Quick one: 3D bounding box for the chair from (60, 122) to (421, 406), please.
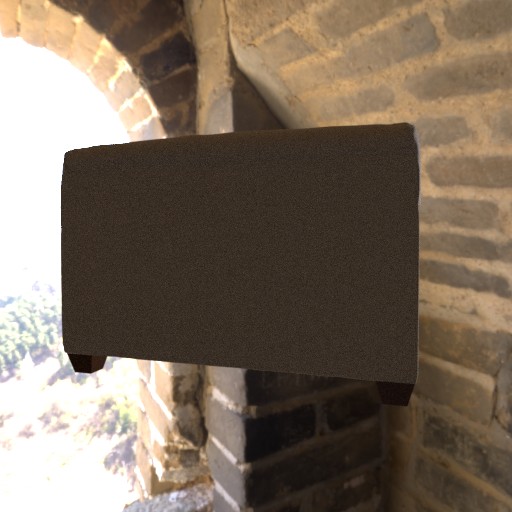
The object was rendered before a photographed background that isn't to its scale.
[{"bbox_3d":[0.000,0.000,2.052,1.383,0.948,1.000,1,2,17],"label":"chair"}]
